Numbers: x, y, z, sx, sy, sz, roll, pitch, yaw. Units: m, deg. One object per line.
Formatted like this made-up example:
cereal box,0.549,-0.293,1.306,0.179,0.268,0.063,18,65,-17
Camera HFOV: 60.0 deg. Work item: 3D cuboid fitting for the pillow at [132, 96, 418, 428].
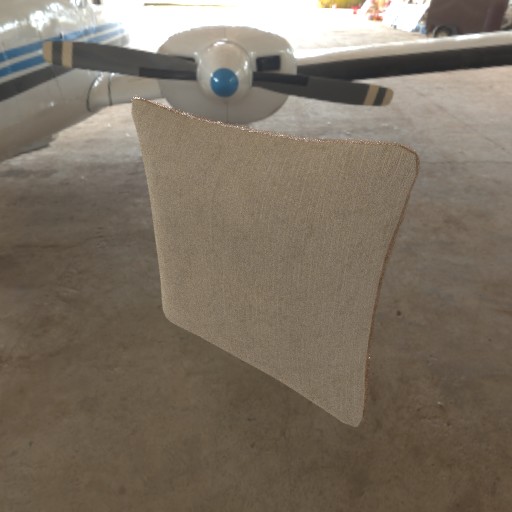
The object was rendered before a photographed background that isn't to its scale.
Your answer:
pillow,0.000,0.000,0.825,0.538,0.525,0.216,21,37,31
